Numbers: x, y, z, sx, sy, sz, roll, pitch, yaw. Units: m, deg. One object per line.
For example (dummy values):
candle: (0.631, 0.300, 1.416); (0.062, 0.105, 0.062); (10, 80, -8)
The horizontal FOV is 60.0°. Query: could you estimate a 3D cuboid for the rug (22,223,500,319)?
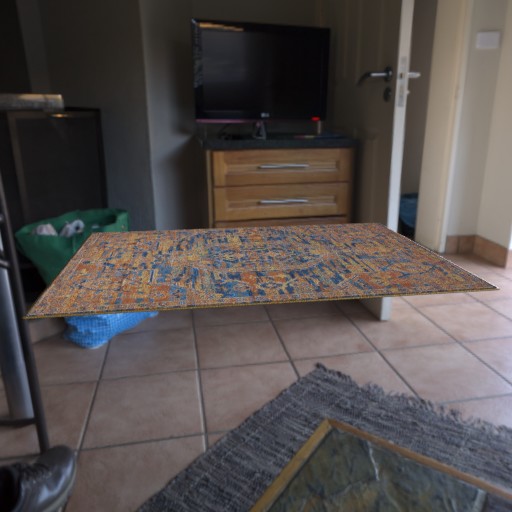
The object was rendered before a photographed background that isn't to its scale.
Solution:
rug: (0.000, 0.000, 2.147); (1.758, 0.013, 1.148); (-3, 17, -8)
